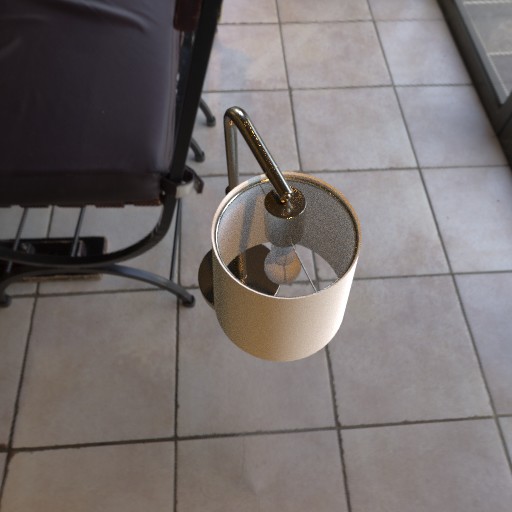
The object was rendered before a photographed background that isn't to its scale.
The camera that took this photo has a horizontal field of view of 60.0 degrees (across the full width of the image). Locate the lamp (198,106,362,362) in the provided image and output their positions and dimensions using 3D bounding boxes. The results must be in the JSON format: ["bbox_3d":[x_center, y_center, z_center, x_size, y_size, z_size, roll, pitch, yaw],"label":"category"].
[{"bbox_3d":[0.000,0.000,0.639,0.171,0.489,0.333,-20,64,-10],"label":"lamp"}]
